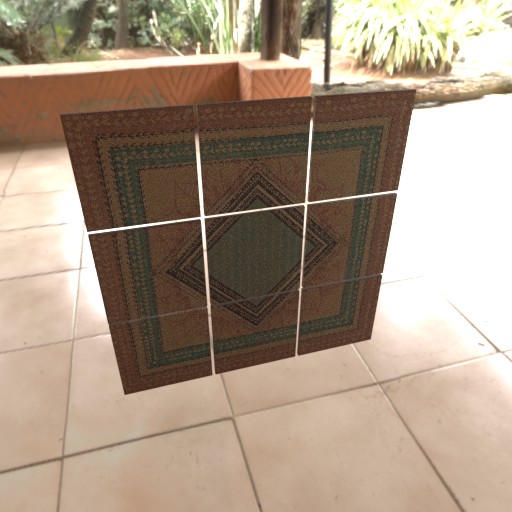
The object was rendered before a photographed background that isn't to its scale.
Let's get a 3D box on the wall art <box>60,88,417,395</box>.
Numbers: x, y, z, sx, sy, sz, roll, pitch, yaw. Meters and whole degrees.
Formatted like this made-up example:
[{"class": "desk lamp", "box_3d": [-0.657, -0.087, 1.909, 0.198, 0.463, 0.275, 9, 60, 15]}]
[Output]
[{"class": "wall art", "box_3d": [0.000, 0.000, 1.346, 0.915, 0.914, 0.013, -9, 33, -14]}]
